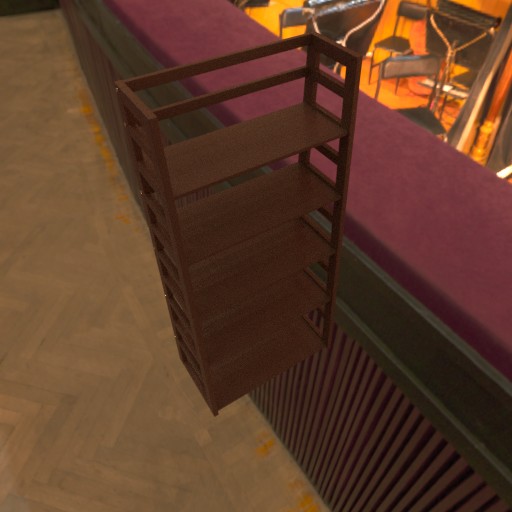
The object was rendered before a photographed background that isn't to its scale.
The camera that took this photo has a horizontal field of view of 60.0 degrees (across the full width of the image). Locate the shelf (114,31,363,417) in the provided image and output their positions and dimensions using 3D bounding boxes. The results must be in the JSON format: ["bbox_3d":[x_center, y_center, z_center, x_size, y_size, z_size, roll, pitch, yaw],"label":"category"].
[{"bbox_3d":[0.000,0.000,1.939,0.763,1.600,0.403,-25,51,-22],"label":"shelf"}]
